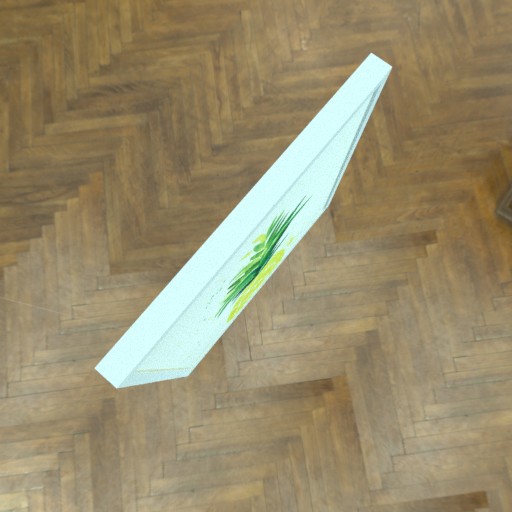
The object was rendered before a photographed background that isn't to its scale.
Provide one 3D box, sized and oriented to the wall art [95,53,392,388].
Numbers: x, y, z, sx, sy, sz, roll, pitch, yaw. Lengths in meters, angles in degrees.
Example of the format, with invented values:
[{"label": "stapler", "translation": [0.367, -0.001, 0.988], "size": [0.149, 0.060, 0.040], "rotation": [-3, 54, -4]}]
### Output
[{"label": "wall art", "translation": [0.000, 0.000, 0.463], "size": [0.020, 0.307, 0.307], "rotation": [39, 79, 9]}]
